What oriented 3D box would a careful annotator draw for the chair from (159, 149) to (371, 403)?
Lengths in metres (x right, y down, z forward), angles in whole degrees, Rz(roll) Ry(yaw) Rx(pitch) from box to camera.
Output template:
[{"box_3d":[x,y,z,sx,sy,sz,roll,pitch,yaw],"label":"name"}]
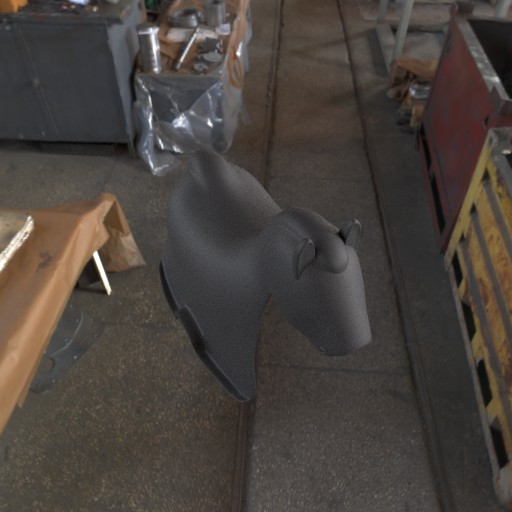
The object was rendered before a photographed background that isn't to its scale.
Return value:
[{"box_3d":[0.000,0.000,1.157,0.429,0.612,0.800,-22,50,-20],"label":"chair"}]
